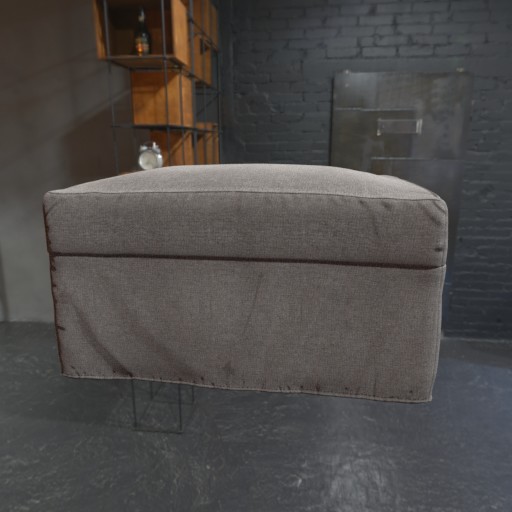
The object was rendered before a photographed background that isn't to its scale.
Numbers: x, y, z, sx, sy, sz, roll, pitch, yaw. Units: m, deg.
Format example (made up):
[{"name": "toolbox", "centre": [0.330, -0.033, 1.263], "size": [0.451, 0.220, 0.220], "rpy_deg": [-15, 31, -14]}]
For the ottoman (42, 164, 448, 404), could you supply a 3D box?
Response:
[{"name": "ottoman", "centre": [0.000, 0.000, 1.213], "size": [0.833, 0.492, 0.652], "rpy_deg": [2, 14, 8]}]
